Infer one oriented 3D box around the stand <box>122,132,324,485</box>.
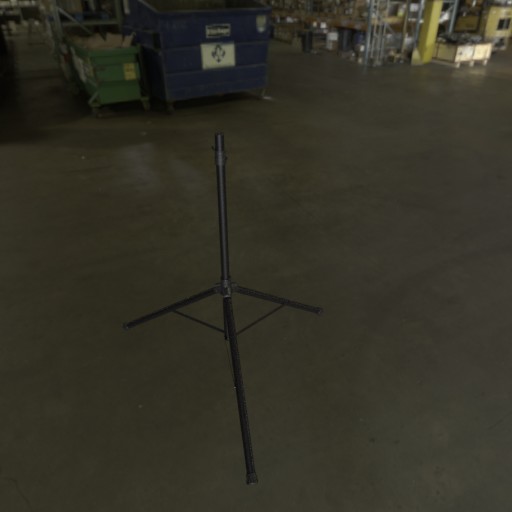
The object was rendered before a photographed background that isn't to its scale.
[{"bbox_3d":[0.000,0.000,2.732,1.339,1.595,1.596,-22,38,-31],"label":"stand"}]
